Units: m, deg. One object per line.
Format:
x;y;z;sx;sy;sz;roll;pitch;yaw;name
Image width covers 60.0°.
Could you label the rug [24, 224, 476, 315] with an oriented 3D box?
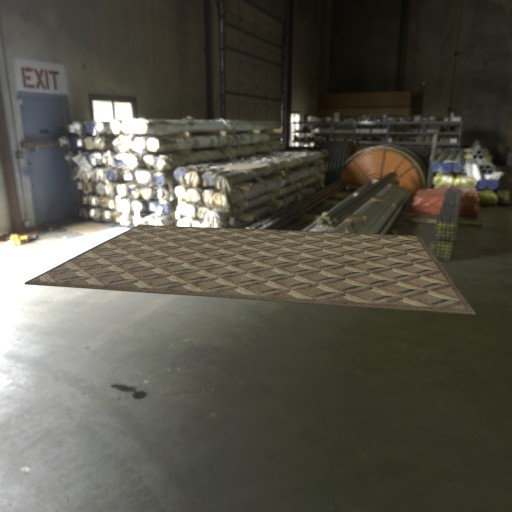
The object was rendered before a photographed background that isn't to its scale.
0.000;0.000;2.110;1.677;0.011;1.066;3;17;10;rug
